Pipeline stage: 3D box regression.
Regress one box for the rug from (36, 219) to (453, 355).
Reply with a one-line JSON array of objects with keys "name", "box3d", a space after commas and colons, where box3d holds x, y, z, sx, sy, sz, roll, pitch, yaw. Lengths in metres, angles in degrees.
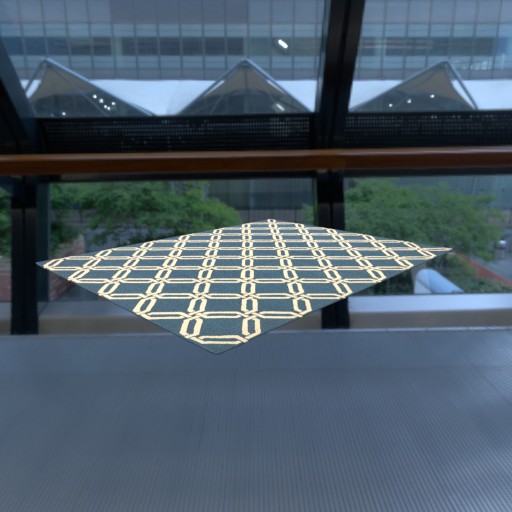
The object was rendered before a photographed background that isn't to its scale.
[{"name": "rug", "box3d": [0.000, 0.000, 3.846, 2.277, 0.020, 2.867, 14, 20, 42]}]
